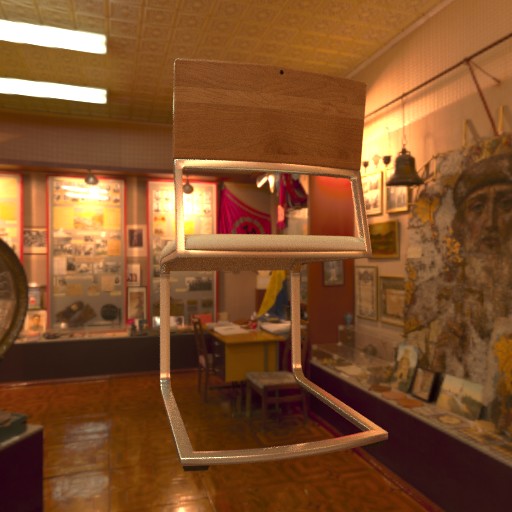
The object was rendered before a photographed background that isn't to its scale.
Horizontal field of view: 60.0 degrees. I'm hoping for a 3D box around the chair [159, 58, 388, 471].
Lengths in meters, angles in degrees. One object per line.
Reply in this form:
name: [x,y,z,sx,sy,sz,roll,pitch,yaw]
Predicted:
chair: [0.000,0.000,1.179,0.467,0.844,0.585,0,0,-16]
